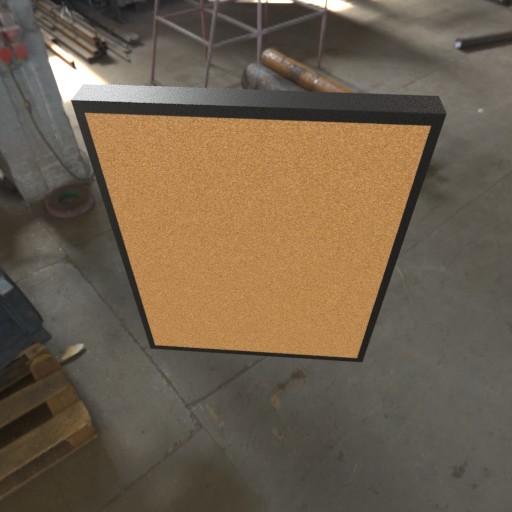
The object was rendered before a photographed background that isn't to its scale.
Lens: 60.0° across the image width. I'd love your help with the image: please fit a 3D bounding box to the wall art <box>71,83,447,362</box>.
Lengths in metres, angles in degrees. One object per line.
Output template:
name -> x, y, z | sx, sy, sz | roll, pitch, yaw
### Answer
wall art -> 0.000, 0.000, 0.490 | 0.294, 0.369, 0.030 | 3, 47, 3
